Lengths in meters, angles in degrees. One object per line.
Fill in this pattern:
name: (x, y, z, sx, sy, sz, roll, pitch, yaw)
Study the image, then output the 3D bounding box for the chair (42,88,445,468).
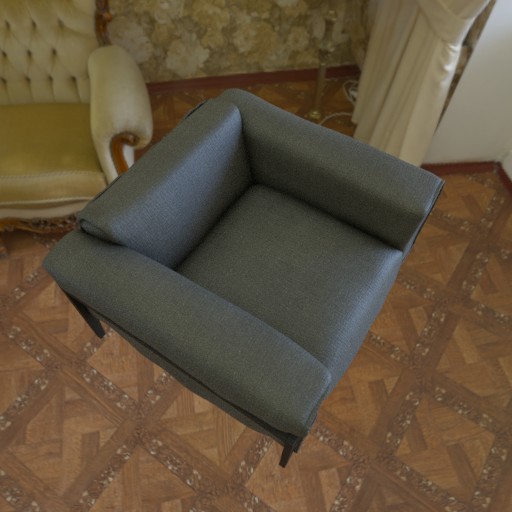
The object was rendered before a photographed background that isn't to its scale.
chair: (0.000, 0.000, 1.658, 0.969, 0.646, 1.056, 29, 62, 17)
